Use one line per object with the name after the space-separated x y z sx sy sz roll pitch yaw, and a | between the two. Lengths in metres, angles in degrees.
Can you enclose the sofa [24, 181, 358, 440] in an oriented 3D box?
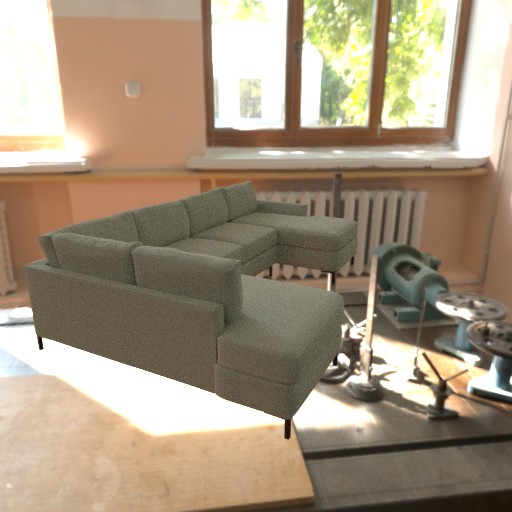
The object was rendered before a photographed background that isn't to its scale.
0.000 0.000 3.766 1.989 0.862 2.984 9 20 26 | sofa
